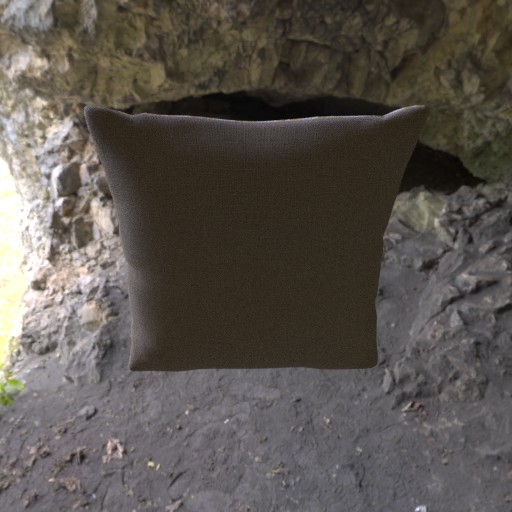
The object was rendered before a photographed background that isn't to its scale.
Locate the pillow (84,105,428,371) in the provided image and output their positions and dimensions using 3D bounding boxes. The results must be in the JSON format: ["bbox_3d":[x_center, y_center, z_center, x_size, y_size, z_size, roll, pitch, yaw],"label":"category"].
[{"bbox_3d":[0.000,0.000,0.657,0.429,0.436,0.159,-1,30,-2],"label":"pillow"}]
